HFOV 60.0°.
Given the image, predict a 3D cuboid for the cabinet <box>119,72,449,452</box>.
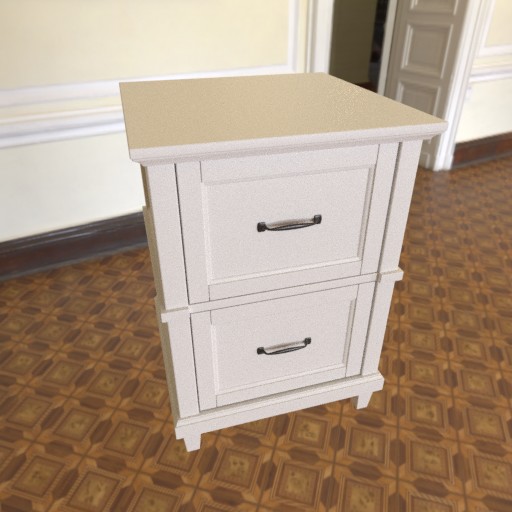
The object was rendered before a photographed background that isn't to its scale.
[{"bbox_3d":[0.000,0.000,1.133,0.544,0.775,0.547,-9,32,-14],"label":"cabinet"}]
